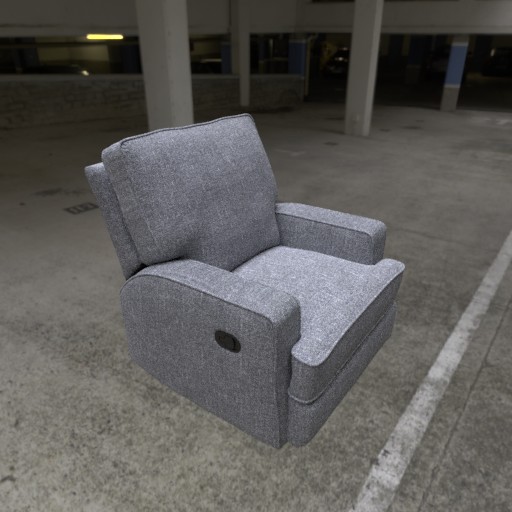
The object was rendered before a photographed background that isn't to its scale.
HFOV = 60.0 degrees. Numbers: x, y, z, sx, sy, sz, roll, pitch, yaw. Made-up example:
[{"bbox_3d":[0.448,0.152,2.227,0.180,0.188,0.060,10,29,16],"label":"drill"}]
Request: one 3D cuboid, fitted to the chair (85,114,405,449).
[{"bbox_3d":[0.000,0.000,1.730,0.964,0.962,0.861,18,32,31],"label":"chair"}]
